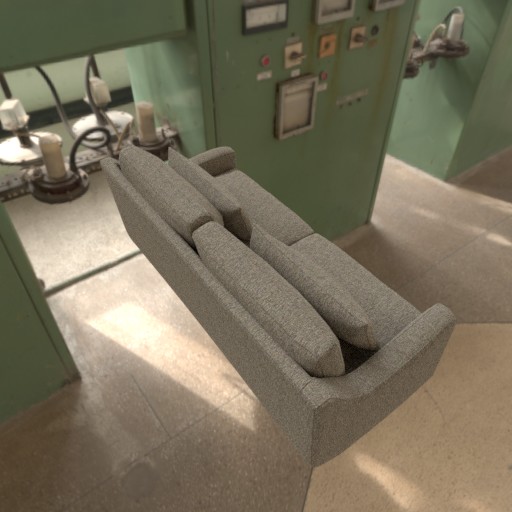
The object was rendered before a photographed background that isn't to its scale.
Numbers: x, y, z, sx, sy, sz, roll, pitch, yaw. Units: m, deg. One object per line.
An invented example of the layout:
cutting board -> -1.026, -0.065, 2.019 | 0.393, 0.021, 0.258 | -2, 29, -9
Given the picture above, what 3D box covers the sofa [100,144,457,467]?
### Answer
sofa -> 0.000, 0.000, 2.969 | 1.103, 0.998, 2.418 | -26, 49, -25
